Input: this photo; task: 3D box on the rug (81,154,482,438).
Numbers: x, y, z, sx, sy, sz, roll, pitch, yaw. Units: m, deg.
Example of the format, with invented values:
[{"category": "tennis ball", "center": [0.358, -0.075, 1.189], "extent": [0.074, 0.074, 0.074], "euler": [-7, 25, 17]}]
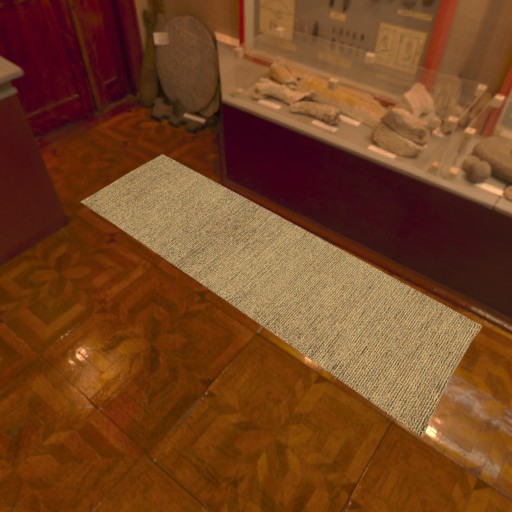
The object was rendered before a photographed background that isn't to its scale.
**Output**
[{"category": "rug", "center": [0.000, 0.000, 2.493], "extent": [2.335, 0.013, 0.697], "euler": [31, 54, 26]}]
